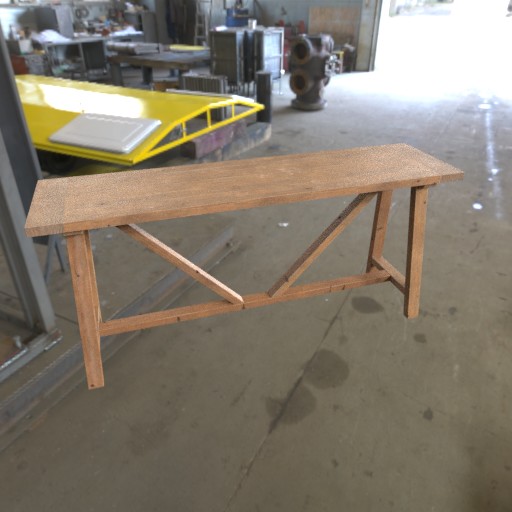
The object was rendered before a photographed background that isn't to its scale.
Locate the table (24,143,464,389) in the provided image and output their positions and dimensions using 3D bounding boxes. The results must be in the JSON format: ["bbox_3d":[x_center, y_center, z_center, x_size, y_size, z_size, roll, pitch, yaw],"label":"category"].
[{"bbox_3d":[0.000,0.000,2.136,1.800,0.810,0.465,-9,32,-15],"label":"table"}]
